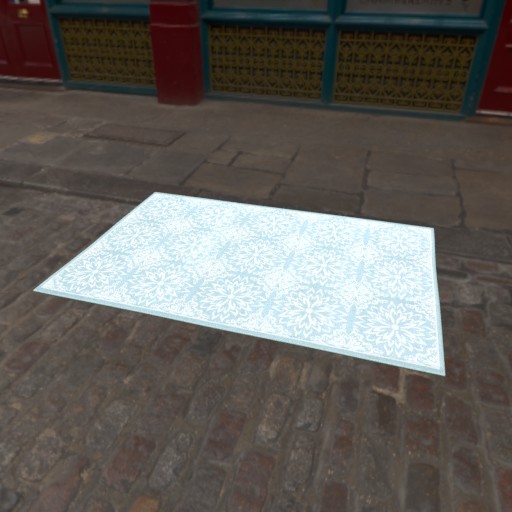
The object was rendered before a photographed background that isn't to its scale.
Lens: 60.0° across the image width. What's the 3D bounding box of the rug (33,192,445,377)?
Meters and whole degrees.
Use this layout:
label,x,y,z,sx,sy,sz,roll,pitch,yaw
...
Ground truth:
label,x,y,z,sx,sy,sz,roll,pitch,yaw
rug,0.000,0.000,2.369,1.840,0.012,1.219,9,33,14
